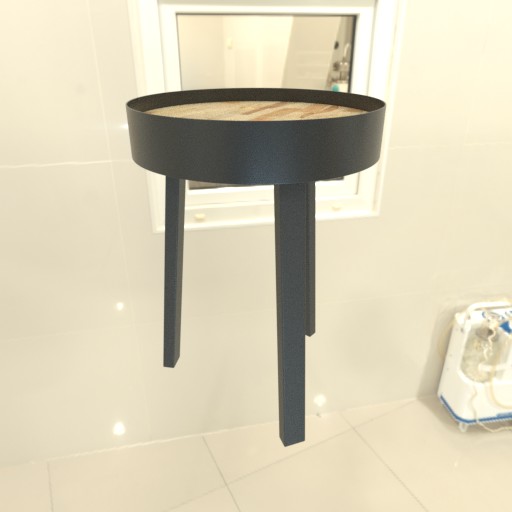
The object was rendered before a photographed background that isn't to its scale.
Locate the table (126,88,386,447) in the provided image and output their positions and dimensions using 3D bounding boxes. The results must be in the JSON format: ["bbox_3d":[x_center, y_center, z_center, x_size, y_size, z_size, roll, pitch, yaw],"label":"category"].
[{"bbox_3d":[0.000,0.000,0.837,0.406,0.559,0.406,0,26,0],"label":"table"}]
